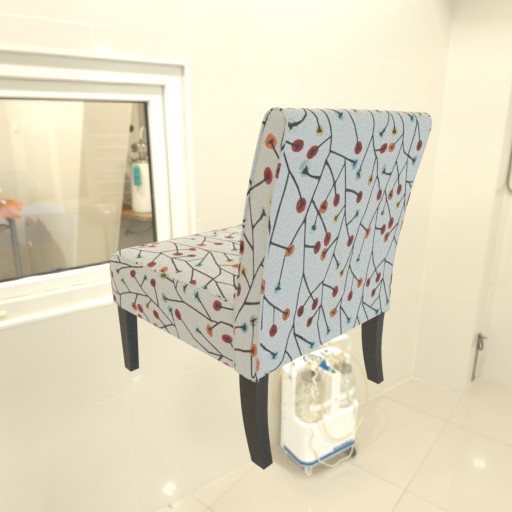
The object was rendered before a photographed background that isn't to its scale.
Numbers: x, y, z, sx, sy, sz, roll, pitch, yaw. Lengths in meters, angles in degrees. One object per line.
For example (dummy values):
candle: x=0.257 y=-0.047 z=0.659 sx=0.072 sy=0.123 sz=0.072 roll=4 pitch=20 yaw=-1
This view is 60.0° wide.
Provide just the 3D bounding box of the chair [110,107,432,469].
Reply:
chair: x=0.000 y=0.000 z=1.316 sx=0.597 sy=0.813 sz=0.732 roll=-16 pitch=23 yaw=-42
